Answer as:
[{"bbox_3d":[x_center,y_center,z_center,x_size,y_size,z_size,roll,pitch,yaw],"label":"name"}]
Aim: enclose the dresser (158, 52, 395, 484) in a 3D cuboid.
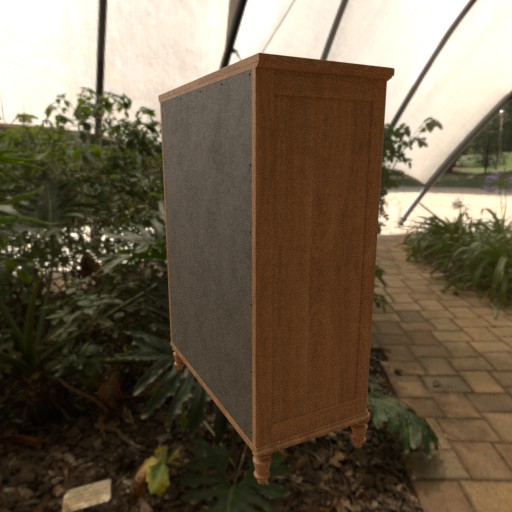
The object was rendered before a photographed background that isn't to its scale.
[{"bbox_3d":[0.000,0.000,1.810,0.484,1.318,0.973,-7,15,-26],"label":"dresser"}]
